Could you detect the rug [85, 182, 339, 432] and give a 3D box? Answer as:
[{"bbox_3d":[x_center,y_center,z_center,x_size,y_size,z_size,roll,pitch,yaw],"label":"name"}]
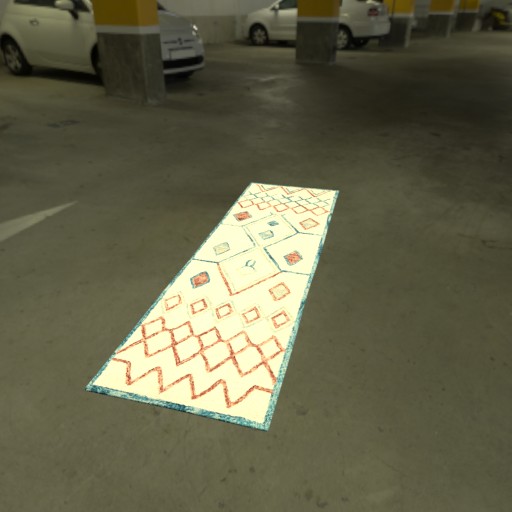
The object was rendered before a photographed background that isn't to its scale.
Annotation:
[{"bbox_3d":[0.000,0.000,2.691,0.750,0.011,2.435,8,30,13],"label":"rug"}]
